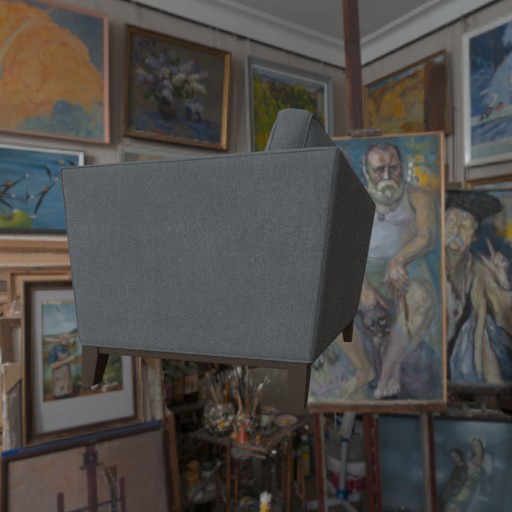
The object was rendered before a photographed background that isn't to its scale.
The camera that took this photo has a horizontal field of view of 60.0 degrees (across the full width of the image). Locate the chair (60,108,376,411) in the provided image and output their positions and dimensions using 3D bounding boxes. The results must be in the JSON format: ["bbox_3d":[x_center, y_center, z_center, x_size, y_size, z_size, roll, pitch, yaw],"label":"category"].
[{"bbox_3d":[0.000,0.000,2.025,0.965,0.942,1.396,0,0,19],"label":"chair"}]
